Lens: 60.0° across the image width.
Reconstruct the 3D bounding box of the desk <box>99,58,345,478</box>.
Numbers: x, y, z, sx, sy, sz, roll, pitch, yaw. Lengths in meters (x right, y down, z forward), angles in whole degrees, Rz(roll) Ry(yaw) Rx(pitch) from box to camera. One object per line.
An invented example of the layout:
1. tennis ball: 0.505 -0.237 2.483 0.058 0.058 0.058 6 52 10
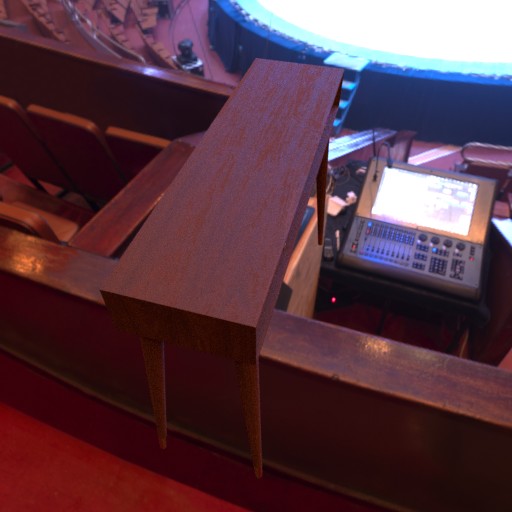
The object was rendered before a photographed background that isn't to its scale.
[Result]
1. desk: 0.000 0.000 1.633 0.384 0.917 1.204 12 48 11
